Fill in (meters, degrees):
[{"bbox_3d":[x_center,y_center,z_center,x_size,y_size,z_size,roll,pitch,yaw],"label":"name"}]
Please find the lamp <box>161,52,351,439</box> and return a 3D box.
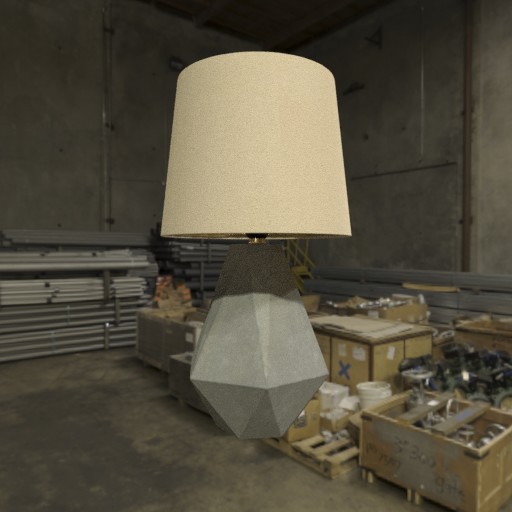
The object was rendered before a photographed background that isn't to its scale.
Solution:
[{"bbox_3d":[0.000,0.000,0.657,0.276,0.501,0.276,0,1,0],"label":"lamp"}]
